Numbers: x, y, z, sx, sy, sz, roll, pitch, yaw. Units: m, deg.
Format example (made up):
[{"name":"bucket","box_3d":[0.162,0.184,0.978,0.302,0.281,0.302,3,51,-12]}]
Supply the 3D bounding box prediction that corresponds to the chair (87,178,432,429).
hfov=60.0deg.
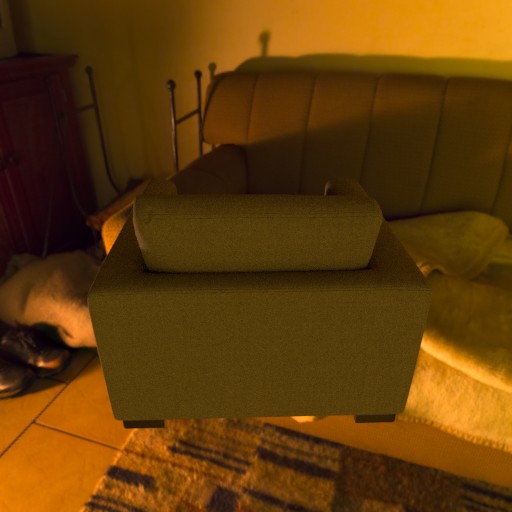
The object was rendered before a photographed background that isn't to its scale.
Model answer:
[{"name":"chair","box_3d":[0.000,0.000,1.907,1.070,0.847,1.100,-1,29,-1]}]
